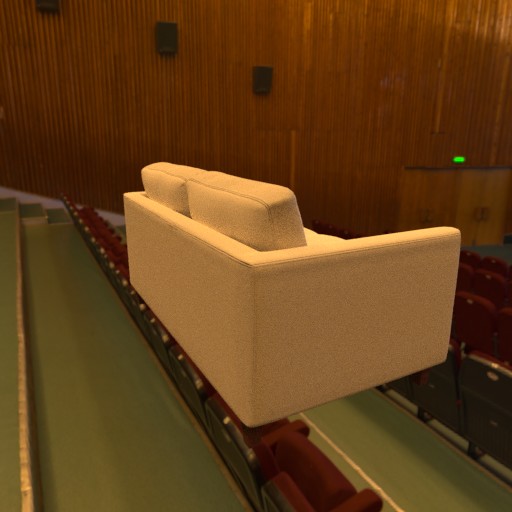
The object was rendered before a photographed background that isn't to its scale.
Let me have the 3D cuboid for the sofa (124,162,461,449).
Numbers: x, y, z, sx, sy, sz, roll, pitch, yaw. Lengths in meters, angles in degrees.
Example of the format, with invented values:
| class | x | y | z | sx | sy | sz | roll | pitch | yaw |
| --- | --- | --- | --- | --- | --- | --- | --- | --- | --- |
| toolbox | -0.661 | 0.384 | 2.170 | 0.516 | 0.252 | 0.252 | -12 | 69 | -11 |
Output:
| class | x | y | z | sx | sy | sz | roll | pitch | yaw |
| --- | --- | --- | --- | --- | --- | --- | --- | --- | --- |
| sofa | 0.000 | 0.000 | 2.260 | 0.964 | 0.888 | 1.702 | -8 | 18 | -27 |
